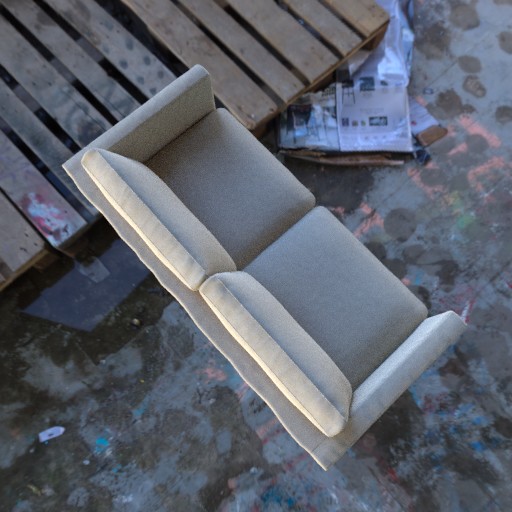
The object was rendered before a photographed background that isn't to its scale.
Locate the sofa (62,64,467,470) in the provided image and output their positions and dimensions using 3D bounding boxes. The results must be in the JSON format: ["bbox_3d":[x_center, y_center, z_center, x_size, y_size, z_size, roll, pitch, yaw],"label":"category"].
[{"bbox_3d":[0.000,0.000,2.415,0.962,0.835,1.959,-41,78,-10],"label":"sofa"}]
